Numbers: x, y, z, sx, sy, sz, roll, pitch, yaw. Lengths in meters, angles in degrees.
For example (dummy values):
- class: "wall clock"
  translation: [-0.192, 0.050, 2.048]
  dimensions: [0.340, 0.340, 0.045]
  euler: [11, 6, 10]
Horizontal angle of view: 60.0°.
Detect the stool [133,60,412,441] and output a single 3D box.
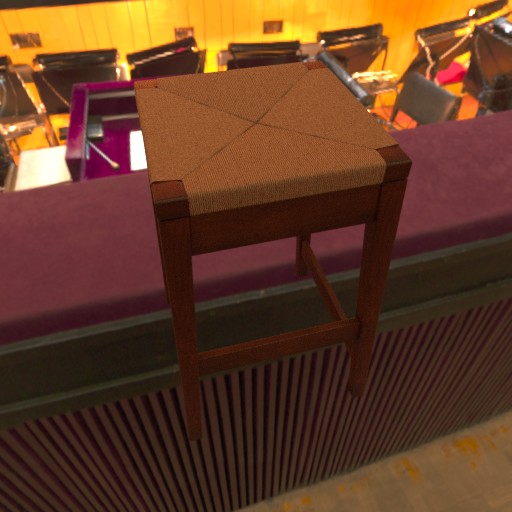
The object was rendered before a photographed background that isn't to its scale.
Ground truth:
- class: "stool"
  translation: [0.000, 0.000, 1.109]
  dimensions: [0.497, 0.762, 0.507]
  euler: [-11, 47, -11]
